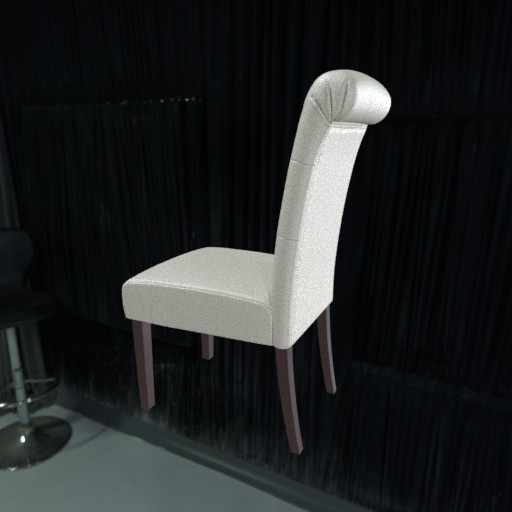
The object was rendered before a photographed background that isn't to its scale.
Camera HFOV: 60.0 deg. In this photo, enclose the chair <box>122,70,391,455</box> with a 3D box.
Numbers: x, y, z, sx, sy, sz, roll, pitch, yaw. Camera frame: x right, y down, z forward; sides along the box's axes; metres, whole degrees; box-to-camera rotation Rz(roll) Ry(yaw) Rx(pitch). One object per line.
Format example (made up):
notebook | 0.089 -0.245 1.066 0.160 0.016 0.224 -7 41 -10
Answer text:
chair | 0.000 0.000 1.353 0.671 1.006 0.456 7 17 25
